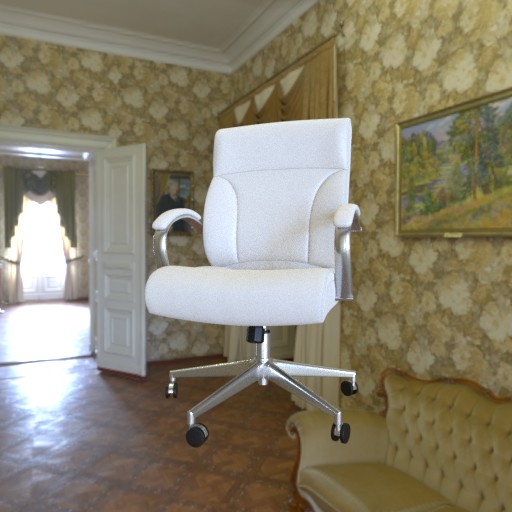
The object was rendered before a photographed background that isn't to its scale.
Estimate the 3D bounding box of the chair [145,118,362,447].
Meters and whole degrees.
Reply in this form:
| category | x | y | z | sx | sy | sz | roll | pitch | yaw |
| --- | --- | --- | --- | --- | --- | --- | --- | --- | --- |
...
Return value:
| category | x | y | z | sx | sy | sz | roll | pitch | yaw |
| --- | --- | --- | --- | --- | --- | --- | --- | --- | --- |
| chair | 0.000 | 0.000 | 1.607 | 0.727 | 1.099 | 0.745 | 0 | 2 | 18 |
